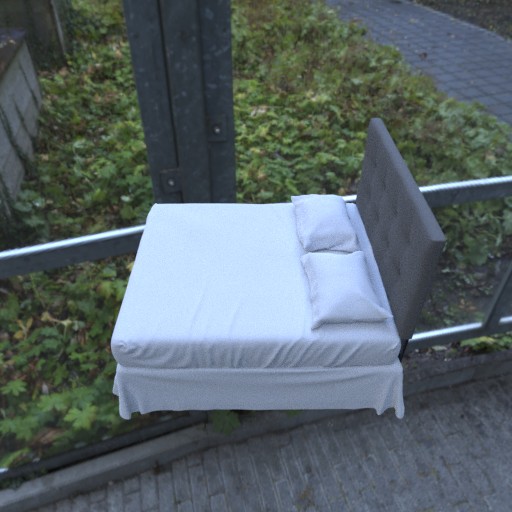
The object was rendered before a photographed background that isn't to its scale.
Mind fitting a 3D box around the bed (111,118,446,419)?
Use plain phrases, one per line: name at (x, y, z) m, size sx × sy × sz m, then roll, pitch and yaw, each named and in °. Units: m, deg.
bed at (0.000, 0.000, 3.490) m, size 2.222 × 1.577 × 1.936 m, roll 0°, pitch 40°, yaw 0°
